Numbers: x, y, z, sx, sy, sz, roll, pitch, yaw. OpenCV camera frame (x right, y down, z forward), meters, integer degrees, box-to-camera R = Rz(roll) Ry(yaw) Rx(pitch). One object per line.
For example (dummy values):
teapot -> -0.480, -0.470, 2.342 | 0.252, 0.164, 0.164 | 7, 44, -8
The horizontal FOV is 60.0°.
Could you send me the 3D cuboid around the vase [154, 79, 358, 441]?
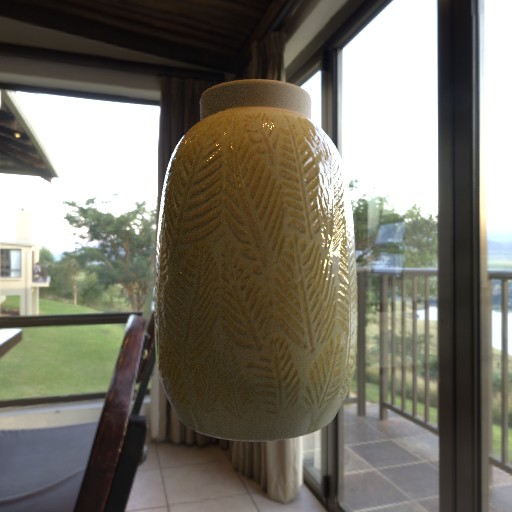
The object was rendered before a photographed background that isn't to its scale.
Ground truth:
vase -> 0.000, 0.000, 0.385 | 0.172, 0.270, 0.172 | 0, 0, 0
